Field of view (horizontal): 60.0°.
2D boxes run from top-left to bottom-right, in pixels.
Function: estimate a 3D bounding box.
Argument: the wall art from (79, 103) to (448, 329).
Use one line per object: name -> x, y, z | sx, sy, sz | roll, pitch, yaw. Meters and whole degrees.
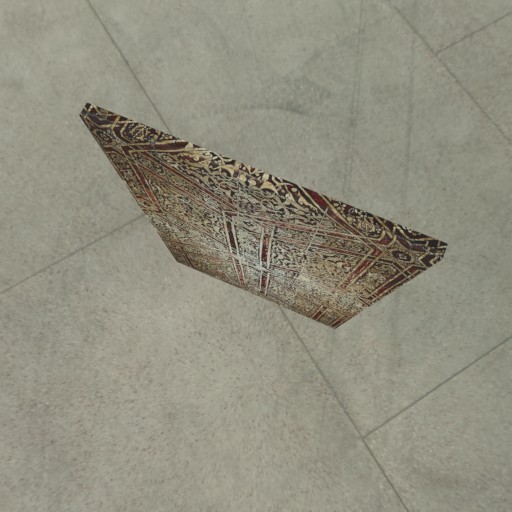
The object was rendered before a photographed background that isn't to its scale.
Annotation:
wall art -> 0.000, 0.000, 1.110 | 0.599, 0.904, 0.030 | 23, 76, 6
